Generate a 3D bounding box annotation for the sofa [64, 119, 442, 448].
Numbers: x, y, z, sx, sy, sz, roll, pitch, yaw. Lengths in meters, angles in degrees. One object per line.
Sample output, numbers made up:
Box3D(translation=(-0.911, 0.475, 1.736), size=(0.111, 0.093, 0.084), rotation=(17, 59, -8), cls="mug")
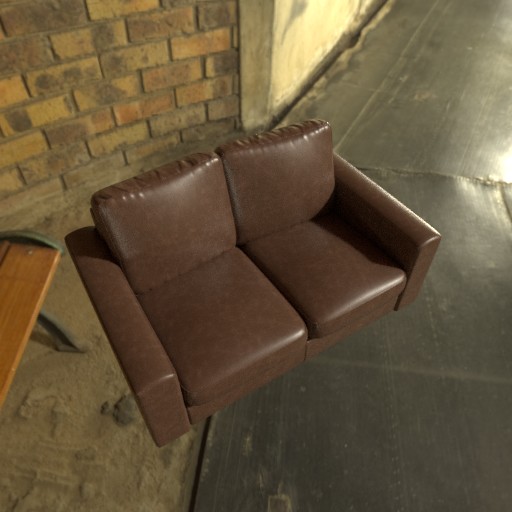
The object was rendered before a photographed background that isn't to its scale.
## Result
Box3D(translation=(0.000, 0.000, 2.263), size=(1.616, 0.873, 1.016), rotation=(-24, 51, -21), cls="sofa")
